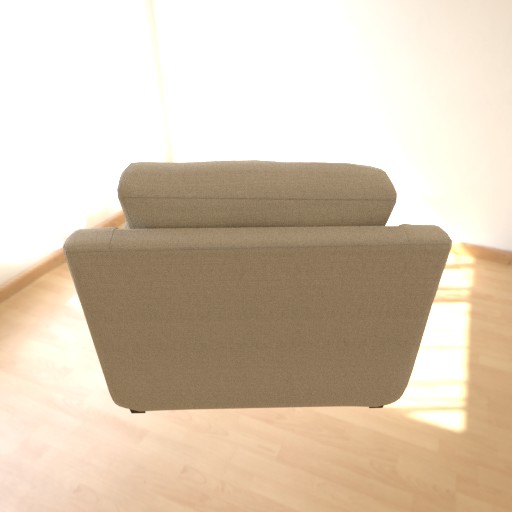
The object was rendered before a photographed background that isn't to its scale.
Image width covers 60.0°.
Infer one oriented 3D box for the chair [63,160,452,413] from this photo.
[{"bbox_3d":[0.000,0.000,1.905,1.178,1.016,1.009,-1,31,-1],"label":"chair"}]
